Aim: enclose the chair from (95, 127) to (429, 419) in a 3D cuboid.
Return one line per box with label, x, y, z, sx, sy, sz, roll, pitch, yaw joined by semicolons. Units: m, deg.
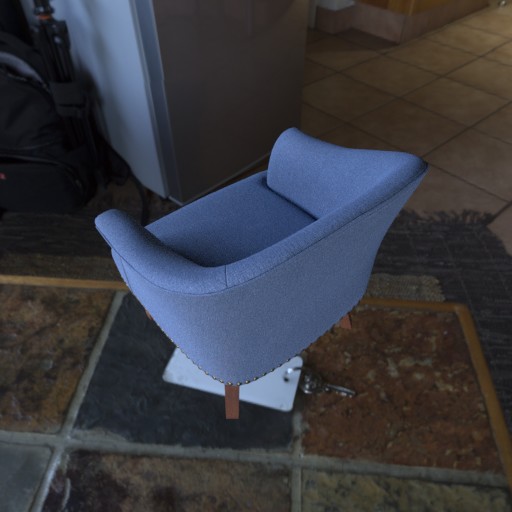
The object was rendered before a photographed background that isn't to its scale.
chair;0.000;0.000;1.415;0.798;0.815;0.704;-30;53;-26
